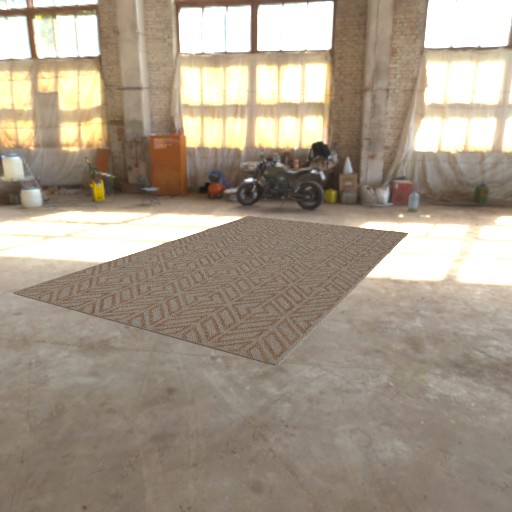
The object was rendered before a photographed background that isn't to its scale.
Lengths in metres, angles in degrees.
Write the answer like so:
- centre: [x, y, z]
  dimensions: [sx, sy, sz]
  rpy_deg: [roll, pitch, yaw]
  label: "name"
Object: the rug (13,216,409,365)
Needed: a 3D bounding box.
- centre: [0.000, 0.000, 2.950]
  dimensions: [1.523, 0.008, 2.438]
  rpy_deg: [9, 18, 28]
  label: "rug"
